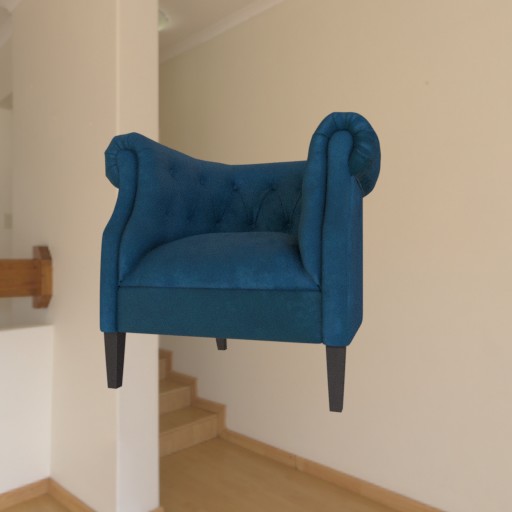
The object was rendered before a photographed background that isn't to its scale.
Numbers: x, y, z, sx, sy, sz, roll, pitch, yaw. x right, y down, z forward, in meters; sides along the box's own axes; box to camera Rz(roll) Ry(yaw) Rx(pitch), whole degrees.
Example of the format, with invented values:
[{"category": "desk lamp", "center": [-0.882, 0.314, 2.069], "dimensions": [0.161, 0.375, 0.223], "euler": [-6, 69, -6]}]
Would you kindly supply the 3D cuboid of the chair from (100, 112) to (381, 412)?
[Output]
[{"category": "chair", "center": [0.000, 0.000, 1.642], "dimensions": [0.904, 0.826, 0.851], "euler": [0, 0, 18]}]
